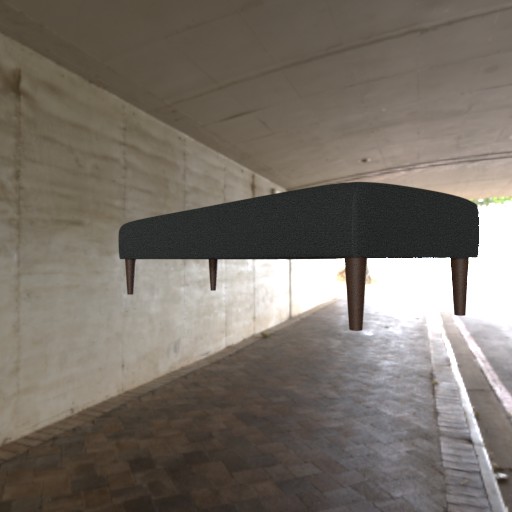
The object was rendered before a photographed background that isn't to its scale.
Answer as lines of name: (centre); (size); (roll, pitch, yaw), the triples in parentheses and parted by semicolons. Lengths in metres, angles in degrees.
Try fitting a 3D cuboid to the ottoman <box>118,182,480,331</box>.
ottoman: (0.000, 0.000, 1.884); (0.646, 0.393, 1.609); (0, -1, -37)
